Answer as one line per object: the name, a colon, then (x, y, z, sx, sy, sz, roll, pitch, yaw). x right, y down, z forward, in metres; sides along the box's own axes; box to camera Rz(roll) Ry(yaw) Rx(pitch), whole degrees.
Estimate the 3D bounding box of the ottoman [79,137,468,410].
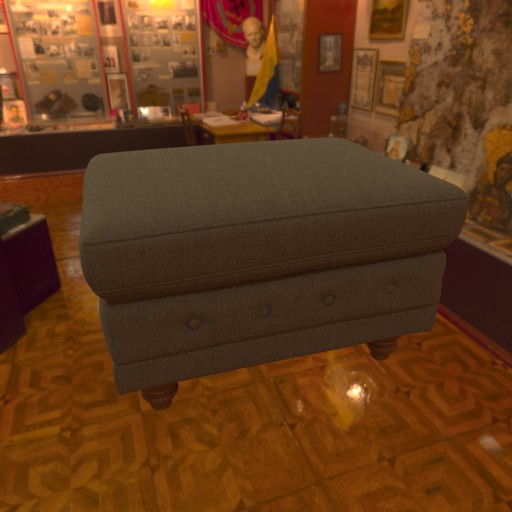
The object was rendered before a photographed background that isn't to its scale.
ottoman: (0.000, 0.000, 1.119, 0.771, 0.500, 0.569, -8, 27, -16)
